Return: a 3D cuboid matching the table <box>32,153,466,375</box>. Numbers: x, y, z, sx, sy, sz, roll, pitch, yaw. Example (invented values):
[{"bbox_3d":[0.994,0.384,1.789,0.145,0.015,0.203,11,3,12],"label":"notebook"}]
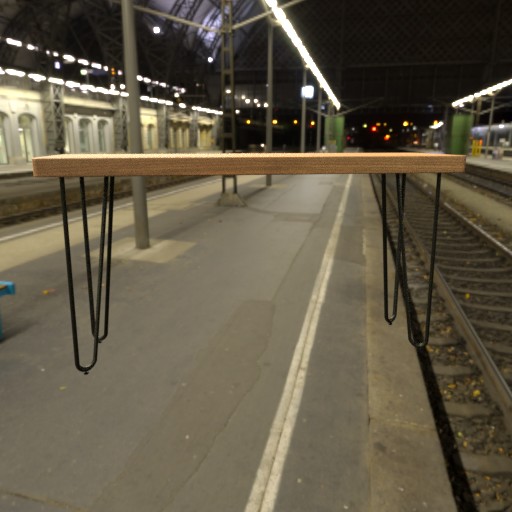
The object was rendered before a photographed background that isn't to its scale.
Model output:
[{"bbox_3d":[0.000,0.000,1.874,1.570,0.834,0.425,-2,15,-8],"label":"table"}]
